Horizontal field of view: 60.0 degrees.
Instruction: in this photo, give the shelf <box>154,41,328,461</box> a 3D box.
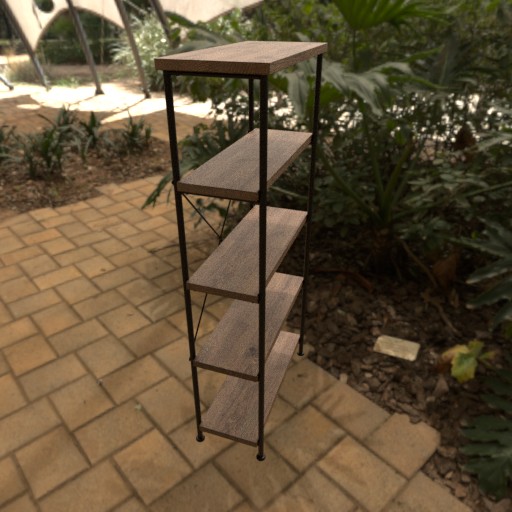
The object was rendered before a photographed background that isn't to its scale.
[{"bbox_3d":[0.000,0.000,2.005,0.360,1.700,0.800,10,31,17],"label":"shelf"}]
